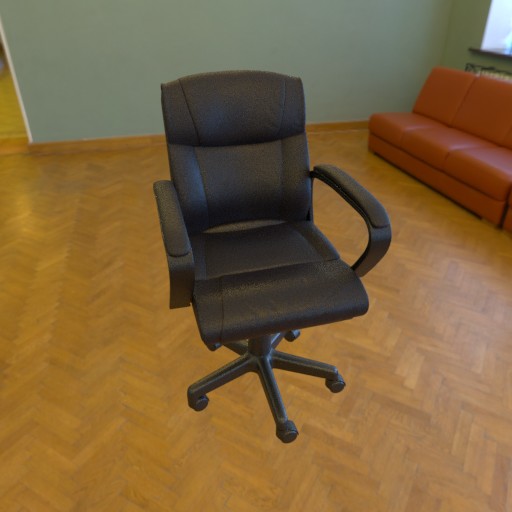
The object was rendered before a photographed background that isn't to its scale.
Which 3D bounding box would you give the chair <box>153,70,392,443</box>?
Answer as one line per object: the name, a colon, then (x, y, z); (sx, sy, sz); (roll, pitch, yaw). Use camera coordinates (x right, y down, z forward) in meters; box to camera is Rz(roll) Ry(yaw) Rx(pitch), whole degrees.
chair: (0.000, 0.000, 1.379); (0.576, 0.998, 0.641); (-8, 32, -14)
